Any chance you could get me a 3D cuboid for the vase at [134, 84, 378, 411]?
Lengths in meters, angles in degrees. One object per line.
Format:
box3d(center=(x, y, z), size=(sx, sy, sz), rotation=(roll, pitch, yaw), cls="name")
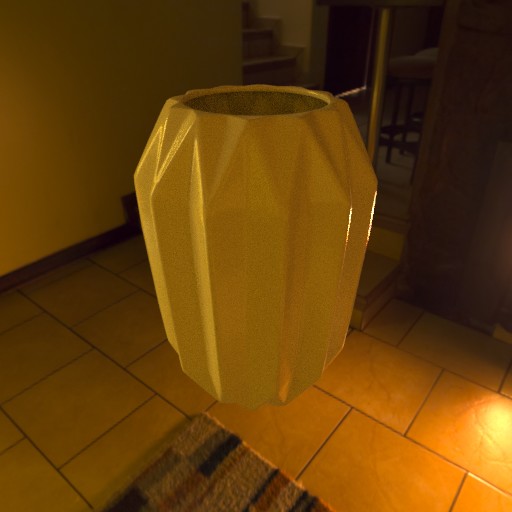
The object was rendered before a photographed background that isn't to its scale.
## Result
box3d(center=(0.000, 0.000, 0.403), size=(0.195, 0.275, 0.195), rotation=(0, 30, 0), cls="vase")
